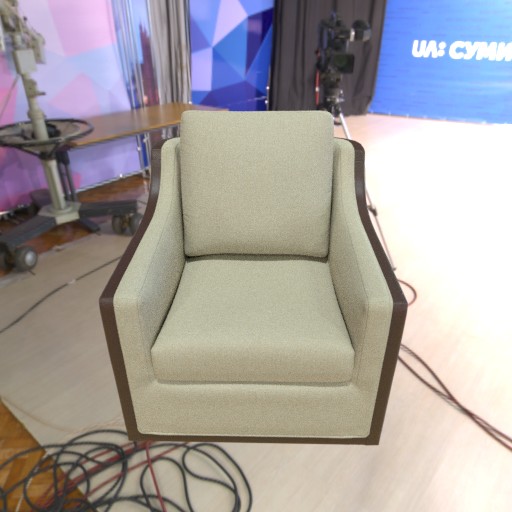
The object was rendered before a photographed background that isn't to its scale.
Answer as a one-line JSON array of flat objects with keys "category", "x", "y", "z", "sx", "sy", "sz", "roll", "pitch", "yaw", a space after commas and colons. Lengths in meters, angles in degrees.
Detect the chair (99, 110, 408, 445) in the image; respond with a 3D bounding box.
[{"category": "chair", "x": 0.000, "y": 0.000, "z": 1.644, "sx": 0.870, "sy": 0.930, "sz": 0.950, "roll": 1, "pitch": 31, "yaw": 1}]
